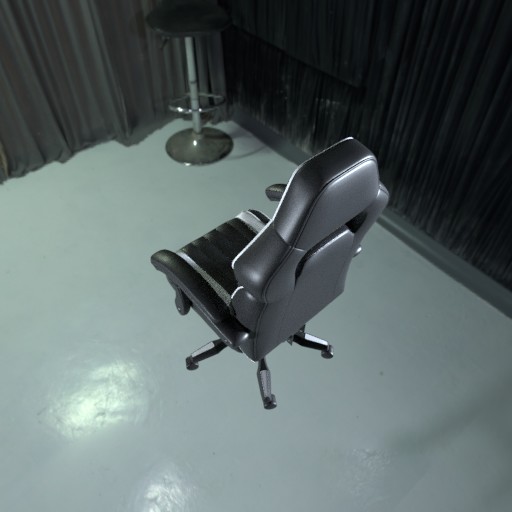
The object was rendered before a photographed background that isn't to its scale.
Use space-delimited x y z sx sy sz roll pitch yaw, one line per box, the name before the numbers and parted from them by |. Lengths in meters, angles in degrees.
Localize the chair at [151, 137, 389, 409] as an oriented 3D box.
chair | 0.000 0.000 1.678 0.676 1.200 0.700 -34 56 -27
